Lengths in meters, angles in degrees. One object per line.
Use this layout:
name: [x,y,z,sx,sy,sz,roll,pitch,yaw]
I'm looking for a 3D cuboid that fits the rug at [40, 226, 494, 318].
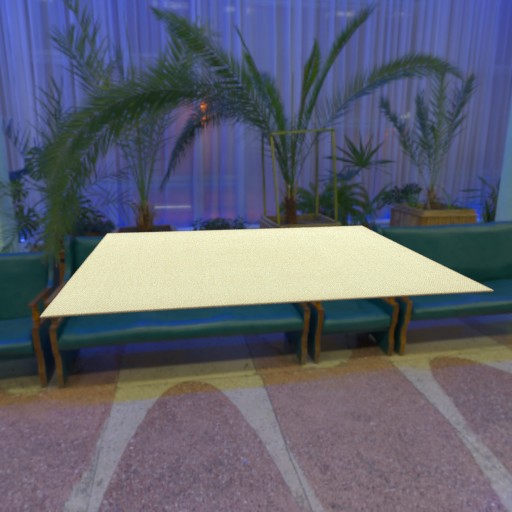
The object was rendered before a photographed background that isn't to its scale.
rug: [0.000,0.000,4.082,3.039,0.018,2.462,-2,15,-9]
